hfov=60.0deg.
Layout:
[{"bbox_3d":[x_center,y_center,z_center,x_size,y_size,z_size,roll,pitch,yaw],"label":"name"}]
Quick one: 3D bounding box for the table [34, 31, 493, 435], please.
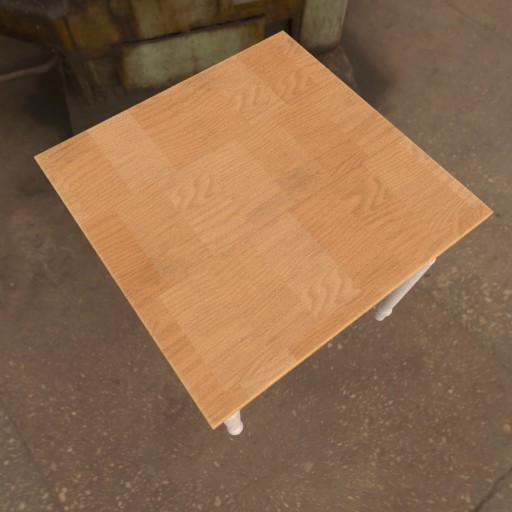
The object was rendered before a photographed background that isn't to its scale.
[{"bbox_3d":[0.000,0.000,1.337,0.747,0.738,0.747,-34,68,-16],"label":"table"}]
